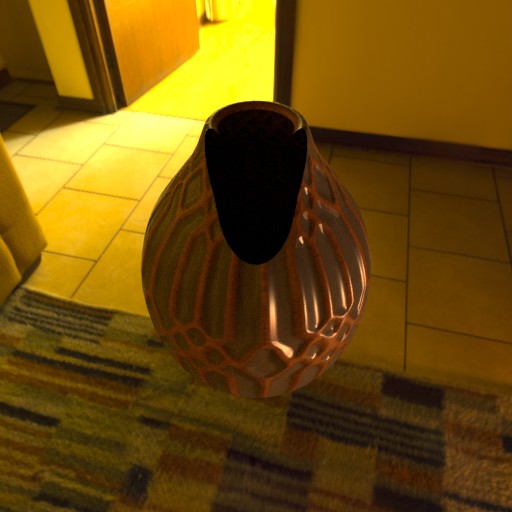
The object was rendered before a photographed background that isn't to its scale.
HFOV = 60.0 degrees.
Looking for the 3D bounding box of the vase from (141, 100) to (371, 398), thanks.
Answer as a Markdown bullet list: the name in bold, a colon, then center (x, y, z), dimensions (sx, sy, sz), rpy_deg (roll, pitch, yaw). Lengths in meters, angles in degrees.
- **vase**: center (0.000, 0.000, 0.133), dimensions (0.069, 0.088, 0.069), rpy_deg (0, 46, 0)
